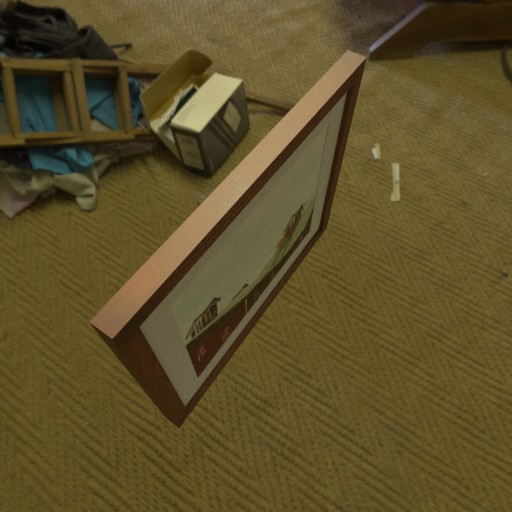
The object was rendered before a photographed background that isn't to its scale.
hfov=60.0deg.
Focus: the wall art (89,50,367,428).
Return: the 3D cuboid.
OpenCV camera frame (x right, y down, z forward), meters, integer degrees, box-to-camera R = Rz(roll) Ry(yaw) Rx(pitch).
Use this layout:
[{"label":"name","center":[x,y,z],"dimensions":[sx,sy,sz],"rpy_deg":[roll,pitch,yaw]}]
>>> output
[{"label":"wall art","center":[0.000,0.000,0.765],"dimensions":[0.033,0.457,0.558],"rpy_deg":[30,63,17]}]
